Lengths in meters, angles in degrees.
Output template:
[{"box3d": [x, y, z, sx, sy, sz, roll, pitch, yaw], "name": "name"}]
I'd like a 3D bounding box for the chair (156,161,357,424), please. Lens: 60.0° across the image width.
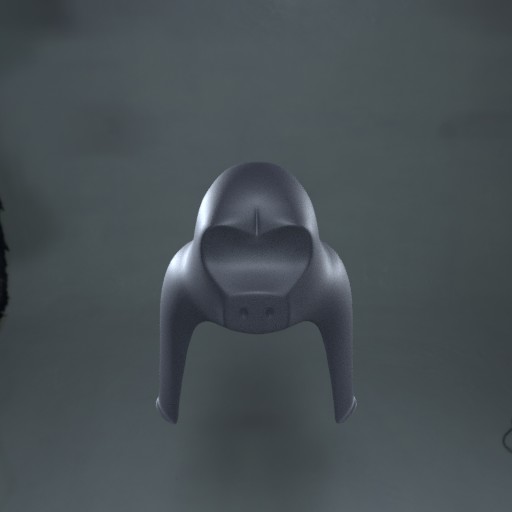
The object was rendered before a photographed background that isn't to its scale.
[{"box3d": [0.000, 0.000, 1.113, 0.490, 0.600, 0.758, 0, 30, 0], "name": "chair"}]
